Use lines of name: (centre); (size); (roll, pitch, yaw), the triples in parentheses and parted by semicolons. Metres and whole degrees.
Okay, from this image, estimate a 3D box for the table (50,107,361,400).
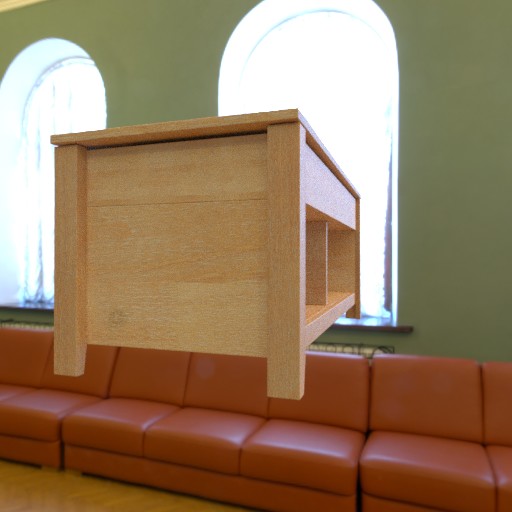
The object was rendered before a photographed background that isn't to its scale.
table: (0.000, 0.000, 1.244); (0.483, 0.457, 1.016); (0, 0, 19)
